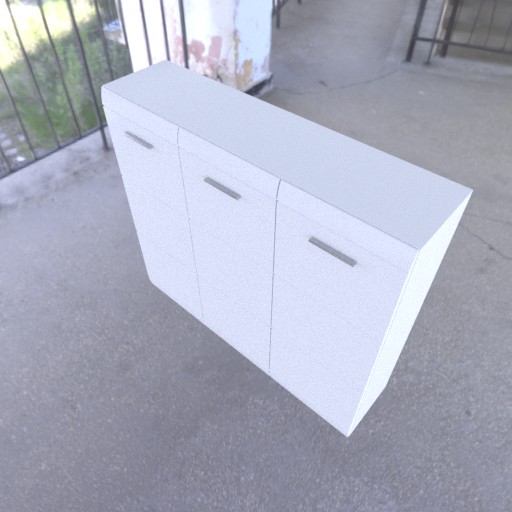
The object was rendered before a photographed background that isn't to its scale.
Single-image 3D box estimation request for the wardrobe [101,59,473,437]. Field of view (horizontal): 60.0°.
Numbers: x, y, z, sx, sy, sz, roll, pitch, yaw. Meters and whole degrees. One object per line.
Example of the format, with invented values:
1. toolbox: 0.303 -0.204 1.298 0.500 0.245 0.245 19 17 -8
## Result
1. wardrobe: 0.000 0.000 1.915 1.340 1.200 0.360 33 55 27
